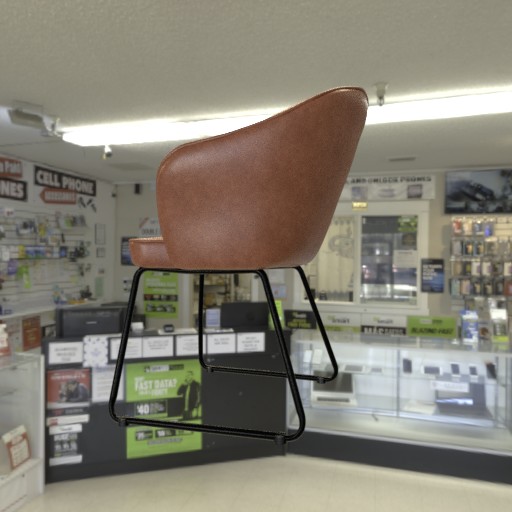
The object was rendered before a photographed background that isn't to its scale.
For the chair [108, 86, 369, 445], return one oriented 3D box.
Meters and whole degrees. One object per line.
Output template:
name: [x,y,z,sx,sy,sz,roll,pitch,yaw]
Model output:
chair: [0.000,0.000,1.183,0.580,0.785,0.582,0,1,18]
